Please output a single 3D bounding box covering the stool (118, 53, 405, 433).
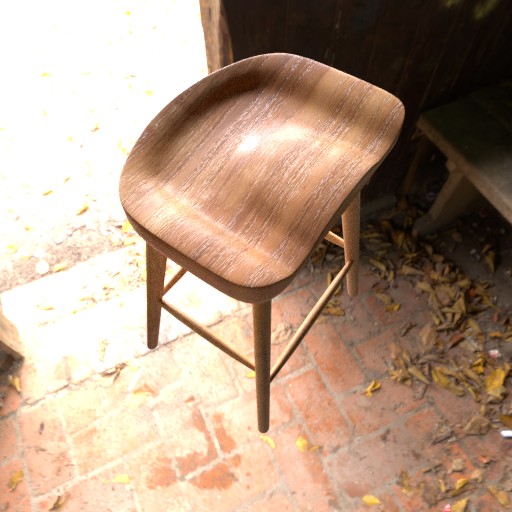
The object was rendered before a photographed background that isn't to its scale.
[{"bbox_3d":[0.000,0.000,0.875,0.361,0.615,0.440,31,64,18],"label":"stool"}]
